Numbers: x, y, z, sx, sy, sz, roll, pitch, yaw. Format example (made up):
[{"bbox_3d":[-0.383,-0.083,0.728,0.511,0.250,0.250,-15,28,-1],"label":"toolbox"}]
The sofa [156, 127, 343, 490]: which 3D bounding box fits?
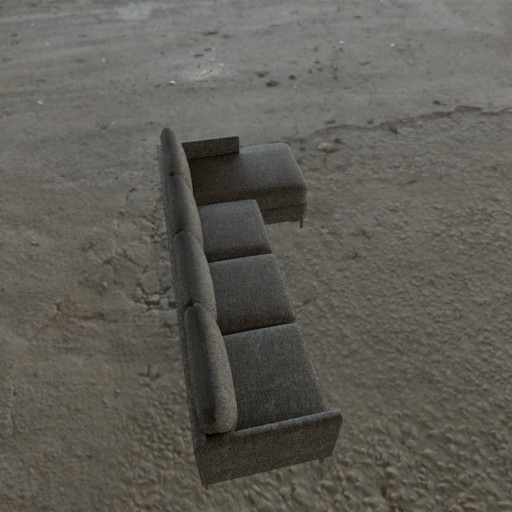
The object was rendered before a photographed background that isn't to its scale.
[{"bbox_3d":[0.000,0.000,3.980,1.488,0.970,3.384,-9,47,-9],"label":"sofa"}]
